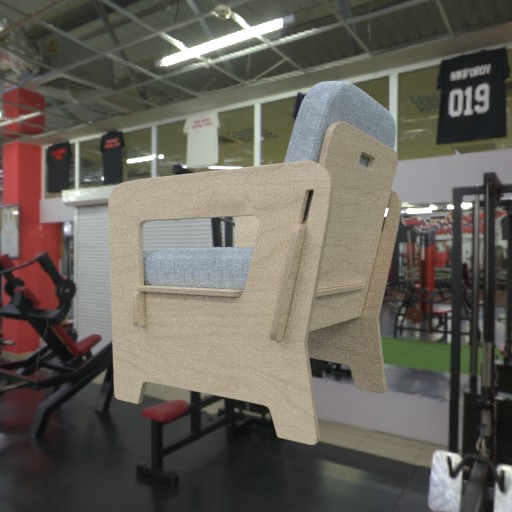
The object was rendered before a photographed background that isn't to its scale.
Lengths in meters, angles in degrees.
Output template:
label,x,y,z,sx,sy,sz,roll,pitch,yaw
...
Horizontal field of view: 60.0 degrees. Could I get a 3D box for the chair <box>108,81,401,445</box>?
label,x,y,z,sx,sy,sz,roll,pitch,yaw
chair,0.000,0.000,1.288,0.710,0.800,0.590,0,0,35
